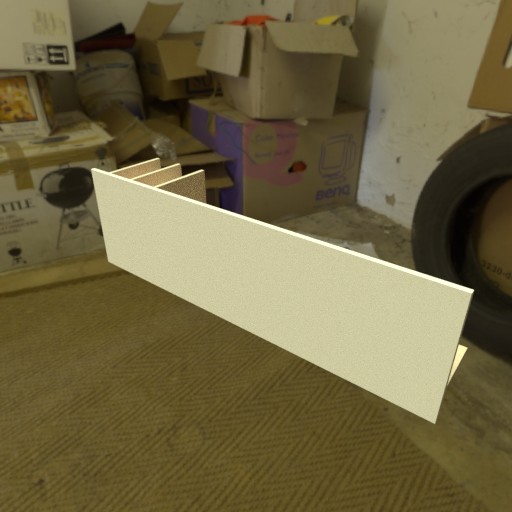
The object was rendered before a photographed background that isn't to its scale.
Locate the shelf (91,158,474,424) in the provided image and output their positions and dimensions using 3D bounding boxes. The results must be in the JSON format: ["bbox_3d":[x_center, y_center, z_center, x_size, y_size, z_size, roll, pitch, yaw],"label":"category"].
[{"bbox_3d":[0.000,0.000,1.115,1.020,0.300,0.200,21,35,32],"label":"shelf"}]
